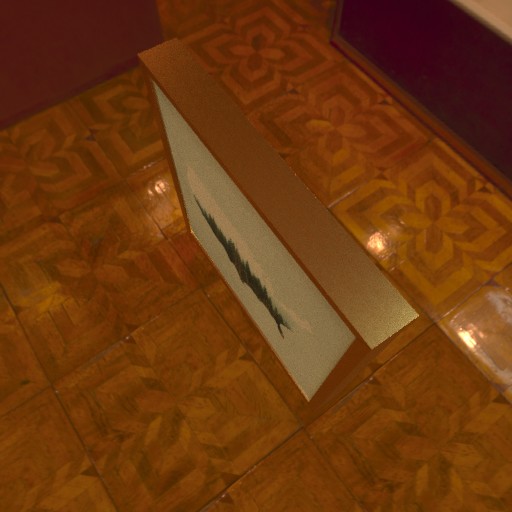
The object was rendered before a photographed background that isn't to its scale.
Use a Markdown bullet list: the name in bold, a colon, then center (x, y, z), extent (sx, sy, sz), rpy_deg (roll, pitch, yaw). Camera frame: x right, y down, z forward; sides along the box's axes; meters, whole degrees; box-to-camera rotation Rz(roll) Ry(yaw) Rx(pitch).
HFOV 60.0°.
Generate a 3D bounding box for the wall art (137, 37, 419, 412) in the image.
- **wall art**: center (0.000, 0.000, 0.461), extent (0.038, 0.304, 0.304), rpy_deg (-31, 68, -14)
